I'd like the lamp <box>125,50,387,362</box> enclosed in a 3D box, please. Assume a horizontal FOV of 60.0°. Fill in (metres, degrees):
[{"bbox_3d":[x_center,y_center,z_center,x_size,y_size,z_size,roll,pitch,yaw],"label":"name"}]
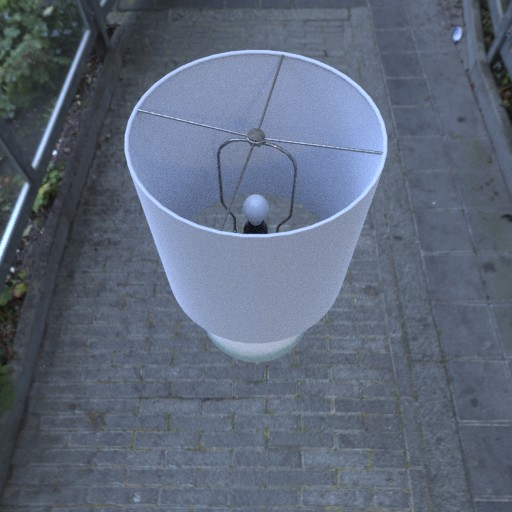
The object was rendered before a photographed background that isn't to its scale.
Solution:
[{"bbox_3d":[0.000,0.000,0.540,0.217,0.404,0.217,12,59,7],"label":"lamp"}]
